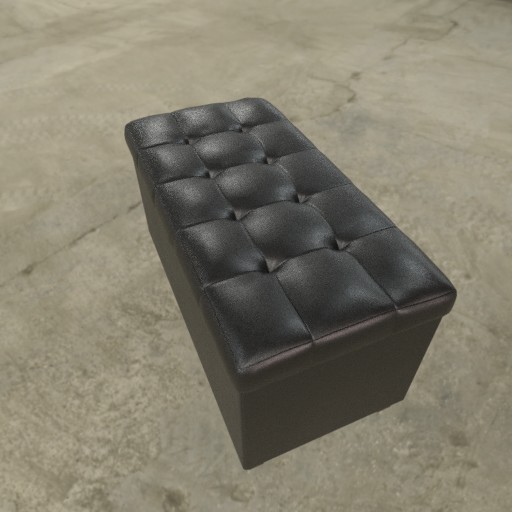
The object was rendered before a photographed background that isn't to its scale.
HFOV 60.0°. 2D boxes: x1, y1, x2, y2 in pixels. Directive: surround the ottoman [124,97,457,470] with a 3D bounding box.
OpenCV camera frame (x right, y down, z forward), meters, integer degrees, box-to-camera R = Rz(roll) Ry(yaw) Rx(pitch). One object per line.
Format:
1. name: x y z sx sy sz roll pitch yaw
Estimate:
1. ottoman: 0.000 0.000 1.118 0.432 0.470 0.838 -17 47 -17
